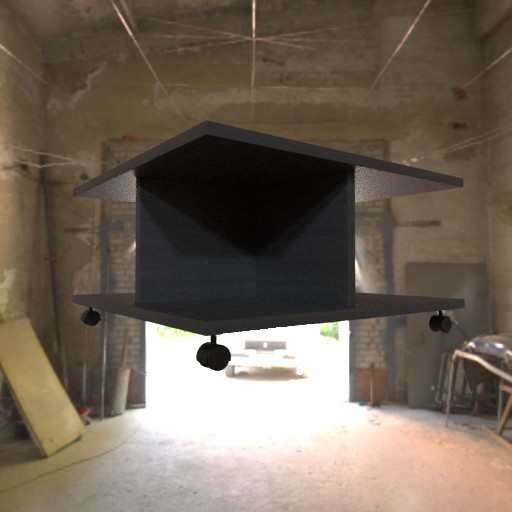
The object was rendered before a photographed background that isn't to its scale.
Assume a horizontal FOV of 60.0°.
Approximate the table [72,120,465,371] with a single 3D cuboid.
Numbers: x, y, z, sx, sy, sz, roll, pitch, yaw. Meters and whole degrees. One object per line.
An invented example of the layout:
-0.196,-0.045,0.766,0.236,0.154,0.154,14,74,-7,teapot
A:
0.000,0.000,1.211,0.762,0.396,0.762,1,-2,-37,table
